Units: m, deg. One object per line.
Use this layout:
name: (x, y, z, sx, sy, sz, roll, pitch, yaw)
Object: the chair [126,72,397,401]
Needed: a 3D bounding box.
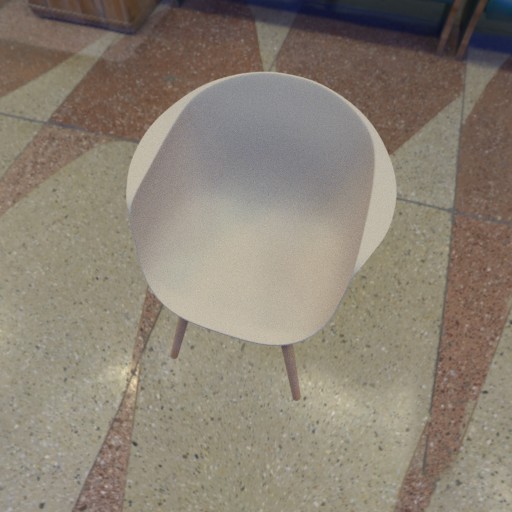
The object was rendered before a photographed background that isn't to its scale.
chair: (0.000, 0.000, 1.205, 0.593, 0.781, 0.504, 16, 59, 10)
